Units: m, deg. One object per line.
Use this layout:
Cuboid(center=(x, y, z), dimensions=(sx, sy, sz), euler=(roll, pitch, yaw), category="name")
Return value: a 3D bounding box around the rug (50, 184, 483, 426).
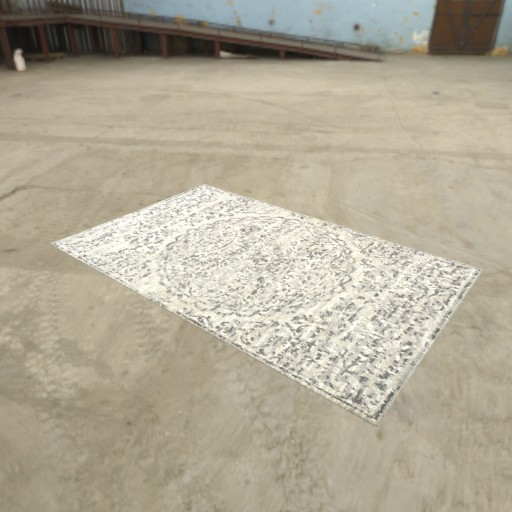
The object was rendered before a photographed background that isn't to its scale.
Cuboid(center=(0.000, 0.000, 2.937), dimensions=(2.447, 0.021, 1.527), euler=(22, 36, 33), category="rug")
